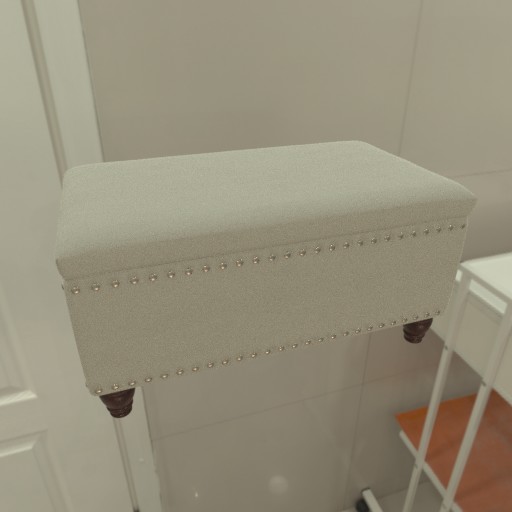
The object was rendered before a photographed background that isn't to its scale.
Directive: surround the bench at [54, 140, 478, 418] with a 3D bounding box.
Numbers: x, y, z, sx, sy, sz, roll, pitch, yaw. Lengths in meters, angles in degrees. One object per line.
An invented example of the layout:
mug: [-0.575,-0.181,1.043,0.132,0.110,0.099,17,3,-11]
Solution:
bench: [0.000,0.000,1.161,0.887,0.449,0.500,-9,30,-17]
